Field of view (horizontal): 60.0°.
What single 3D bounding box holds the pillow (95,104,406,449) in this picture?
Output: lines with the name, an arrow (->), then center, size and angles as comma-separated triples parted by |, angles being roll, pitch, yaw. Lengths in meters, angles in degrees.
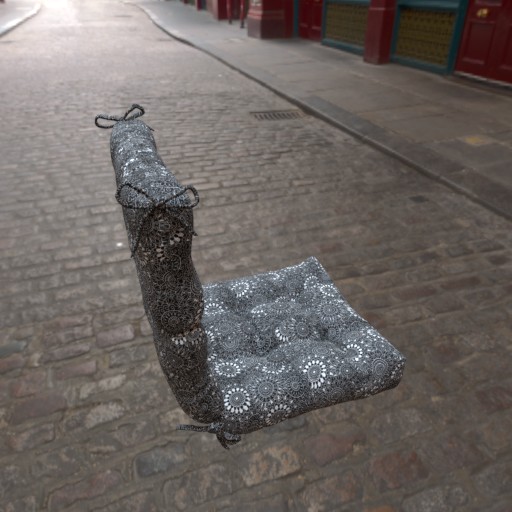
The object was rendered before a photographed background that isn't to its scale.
pillow -> 0.000, 0.000, 0.993 | 0.571, 0.605, 0.519 | -11, 33, -17
